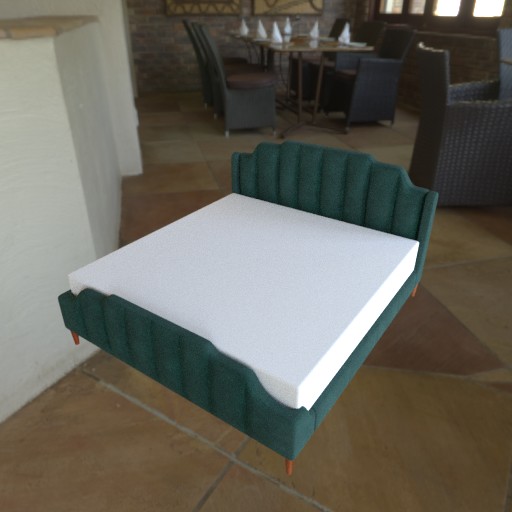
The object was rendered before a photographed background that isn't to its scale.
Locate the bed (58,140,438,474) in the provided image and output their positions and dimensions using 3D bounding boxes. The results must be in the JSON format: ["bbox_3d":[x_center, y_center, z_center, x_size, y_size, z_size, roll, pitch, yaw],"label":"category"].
[{"bbox_3d":[0.000,0.000,3.539,2.074,1.245,2.340,19,34,30],"label":"bed"}]
